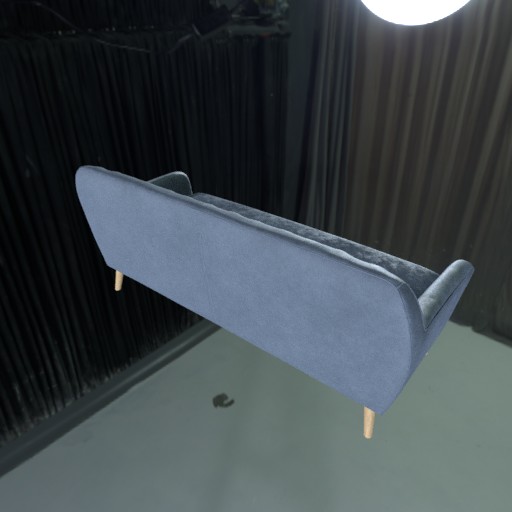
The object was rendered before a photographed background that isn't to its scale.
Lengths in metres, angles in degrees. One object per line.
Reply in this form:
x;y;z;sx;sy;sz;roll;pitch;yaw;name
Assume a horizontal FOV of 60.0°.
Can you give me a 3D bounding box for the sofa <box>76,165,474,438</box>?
0.000;0.000;2.361;1.975;0.832;0.841;22;37;33;sofa
